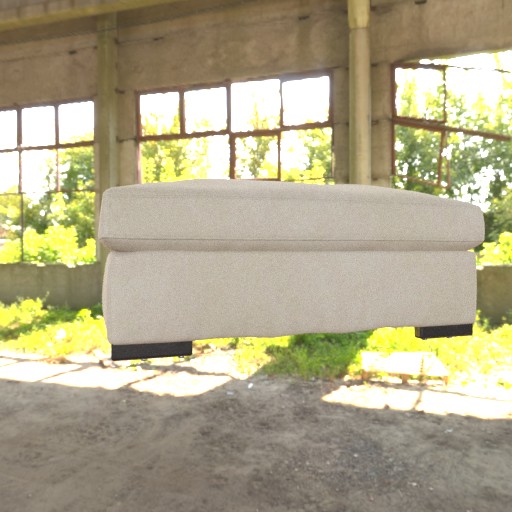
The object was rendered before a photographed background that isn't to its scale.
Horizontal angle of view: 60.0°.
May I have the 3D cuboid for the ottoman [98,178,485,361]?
[{"bbox_3d":[0.000,0.000,1.808,1.190,0.522,1.205,0,0,-18],"label":"ottoman"}]
